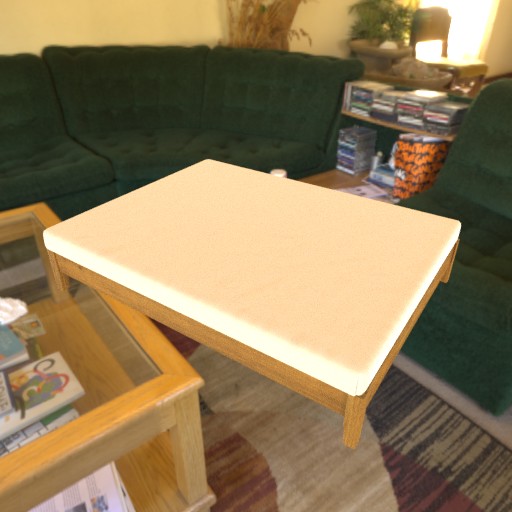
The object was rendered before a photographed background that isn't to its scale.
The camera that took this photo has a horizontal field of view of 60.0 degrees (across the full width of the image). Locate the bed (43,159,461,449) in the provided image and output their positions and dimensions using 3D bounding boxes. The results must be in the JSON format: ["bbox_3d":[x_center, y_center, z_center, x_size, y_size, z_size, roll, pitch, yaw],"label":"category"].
[{"bbox_3d":[0.000,0.000,2.742,2.016,0.431,1.536,20,37,29],"label":"bed"}]
